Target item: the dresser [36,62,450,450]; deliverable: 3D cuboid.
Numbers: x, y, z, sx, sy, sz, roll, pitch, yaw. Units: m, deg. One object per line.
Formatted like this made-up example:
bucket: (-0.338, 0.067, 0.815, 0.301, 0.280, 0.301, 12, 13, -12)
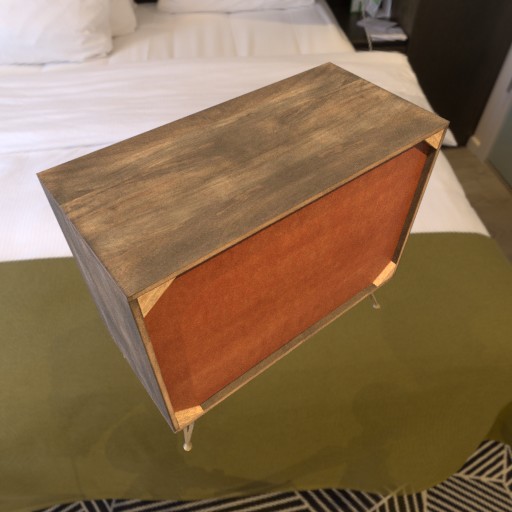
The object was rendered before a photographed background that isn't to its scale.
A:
dresser: (0.000, 0.000, 1.374, 0.923, 0.801, 0.453, -30, 54, -25)
